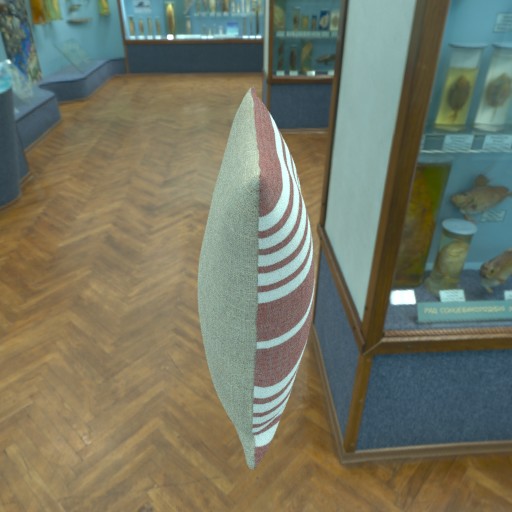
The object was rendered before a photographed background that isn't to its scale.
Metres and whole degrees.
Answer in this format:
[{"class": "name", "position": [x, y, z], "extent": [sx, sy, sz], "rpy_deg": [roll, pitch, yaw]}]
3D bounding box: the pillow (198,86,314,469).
[{"class": "pillow", "position": [0.000, 0.000, 0.684], "extent": [0.182, 0.427, 0.439], "rpy_deg": [-1, 32, -1]}]
